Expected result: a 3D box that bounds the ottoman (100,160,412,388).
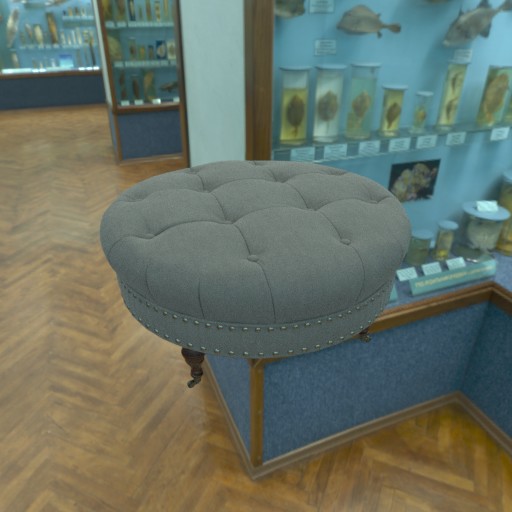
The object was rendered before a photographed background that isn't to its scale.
[{"bbox_3d":[0.000,0.000,1.407,0.901,0.439,0.901,0,29,0],"label":"ottoman"}]
